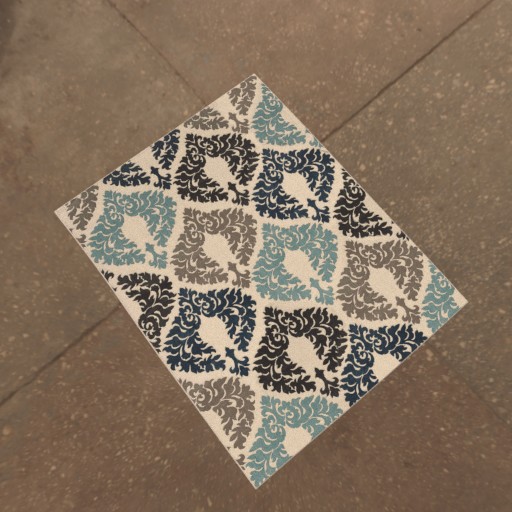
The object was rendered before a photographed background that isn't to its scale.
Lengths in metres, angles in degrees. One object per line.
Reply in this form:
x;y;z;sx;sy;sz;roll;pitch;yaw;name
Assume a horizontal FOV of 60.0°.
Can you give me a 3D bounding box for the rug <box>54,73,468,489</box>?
0.000;0.000;4.039;2.423;0.014;3.040;-38;78;-9;rug
